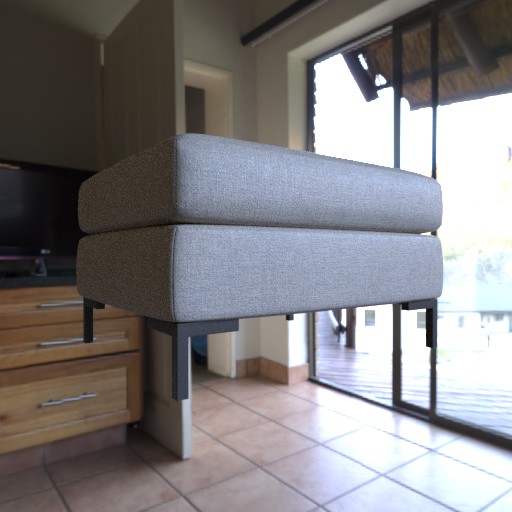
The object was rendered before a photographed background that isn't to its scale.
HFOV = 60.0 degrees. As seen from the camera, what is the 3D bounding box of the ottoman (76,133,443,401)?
[{"bbox_3d":[0.000,0.000,1.224,0.820,0.490,0.671,0,0,-35],"label":"ottoman"}]
